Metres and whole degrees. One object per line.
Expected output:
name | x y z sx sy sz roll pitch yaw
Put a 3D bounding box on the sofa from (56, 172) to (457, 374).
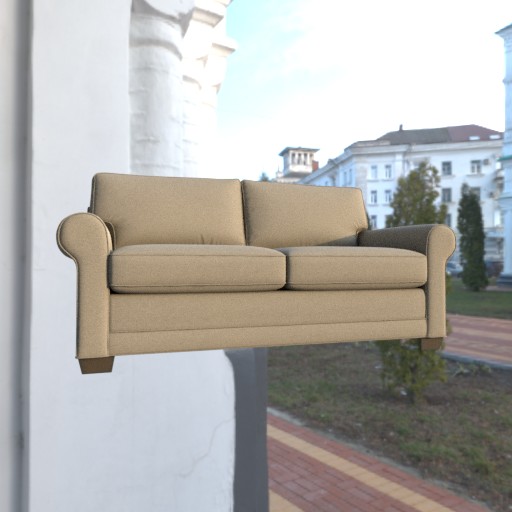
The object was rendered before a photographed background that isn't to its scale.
sofa | 0.000 0.000 2.389 1.930 0.952 0.940 0 -1 -18
